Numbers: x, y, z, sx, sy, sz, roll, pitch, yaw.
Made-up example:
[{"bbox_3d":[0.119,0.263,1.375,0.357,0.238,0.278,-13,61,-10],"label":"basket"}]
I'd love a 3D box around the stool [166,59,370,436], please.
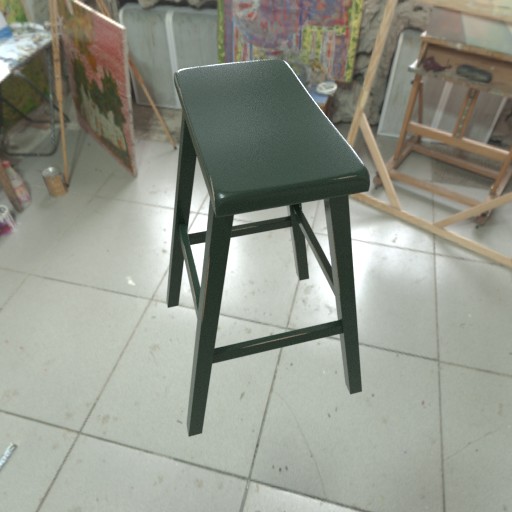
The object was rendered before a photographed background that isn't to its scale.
[{"bbox_3d":[0.000,0.000,1.056,0.476,0.737,0.457,-11,47,-10],"label":"stool"}]
